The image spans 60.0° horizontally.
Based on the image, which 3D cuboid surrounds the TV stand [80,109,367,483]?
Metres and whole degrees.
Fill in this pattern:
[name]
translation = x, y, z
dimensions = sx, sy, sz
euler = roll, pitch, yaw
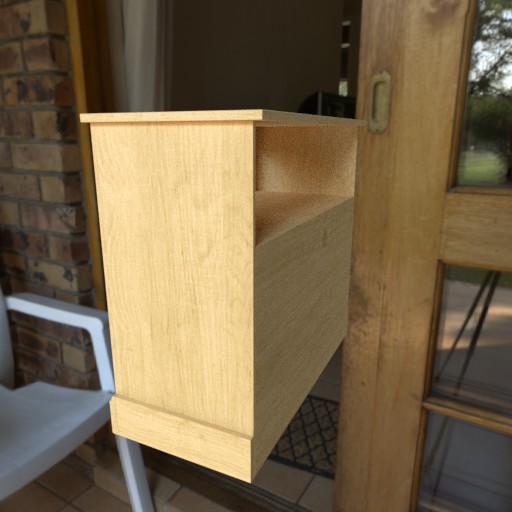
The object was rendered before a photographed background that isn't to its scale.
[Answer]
[TV stand]
translation = 0.000, 0.000, 1.325
dimensions = 0.430, 0.787, 0.851
euler = 7, 17, 25
